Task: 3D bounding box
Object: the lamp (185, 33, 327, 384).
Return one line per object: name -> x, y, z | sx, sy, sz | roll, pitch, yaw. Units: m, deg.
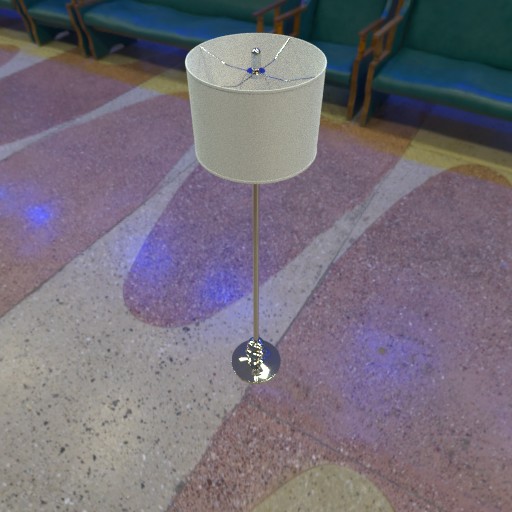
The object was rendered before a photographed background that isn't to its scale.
lamp -> 0.000, 0.000, 1.638 | 0.356, 1.487, 0.356 | 24, 51, 22
